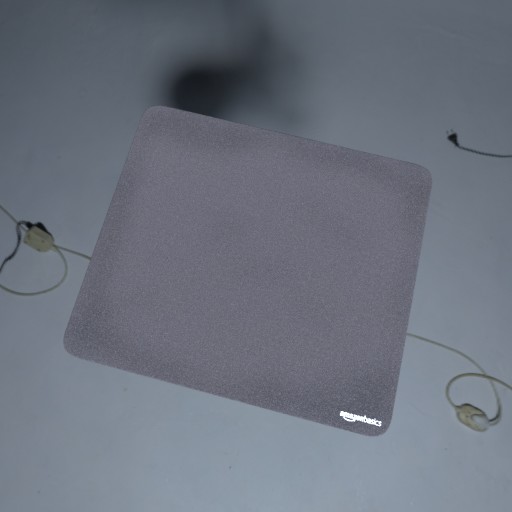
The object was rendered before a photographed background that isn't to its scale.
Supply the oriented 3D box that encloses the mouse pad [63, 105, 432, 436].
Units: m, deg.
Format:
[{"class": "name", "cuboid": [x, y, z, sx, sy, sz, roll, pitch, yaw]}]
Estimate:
[{"class": "mouse pad", "cuboid": [0.000, 0.000, 0.630, 0.451, 0.002, 0.393, 14, 77, 3]}]
